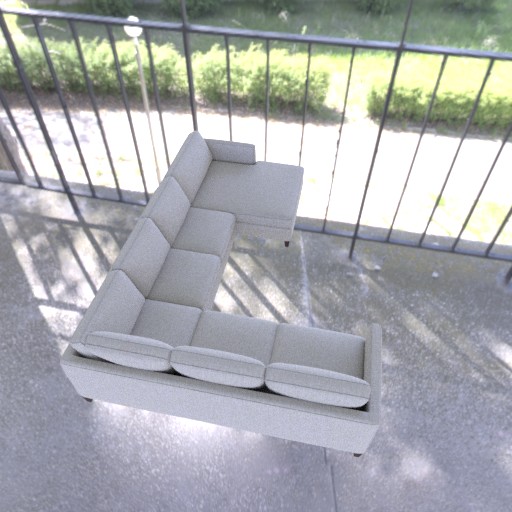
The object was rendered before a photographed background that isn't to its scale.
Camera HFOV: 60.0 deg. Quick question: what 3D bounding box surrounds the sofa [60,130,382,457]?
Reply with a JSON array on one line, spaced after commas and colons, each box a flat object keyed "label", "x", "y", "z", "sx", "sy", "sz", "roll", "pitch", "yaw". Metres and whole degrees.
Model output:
[{"label": "sofa", "x": 0.000, "y": 0.000, "z": 4.639, "sx": 2.551, "sy": 0.889, "sz": 3.403, "roll": 8, "pitch": 47, "yaw": 8}]
